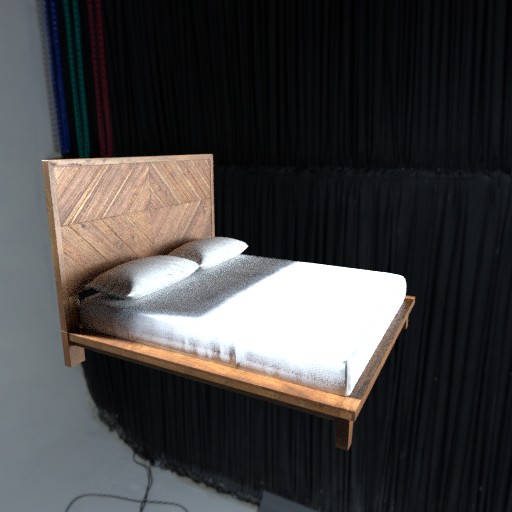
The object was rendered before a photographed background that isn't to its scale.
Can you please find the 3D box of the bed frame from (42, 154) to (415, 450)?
[{"bbox_3d":[0.000,0.000,3.579,2.235,1.537,2.038,7,16,27],"label":"bed frame"}]
